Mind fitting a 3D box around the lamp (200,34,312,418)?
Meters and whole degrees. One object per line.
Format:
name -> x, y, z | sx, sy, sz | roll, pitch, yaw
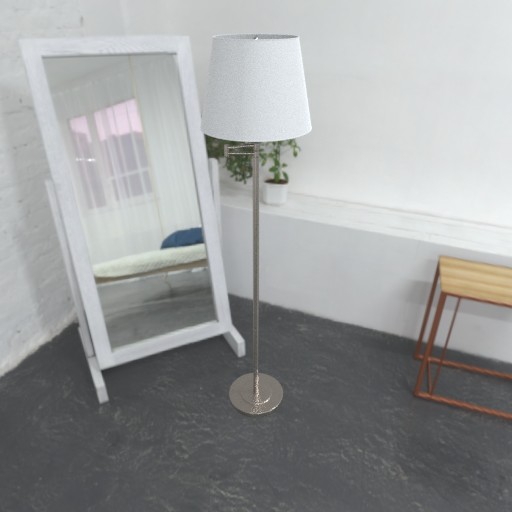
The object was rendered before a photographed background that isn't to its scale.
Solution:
lamp -> 0.000, 0.000, 1.657 | 0.355, 1.473, 0.355 | 0, 30, 0
